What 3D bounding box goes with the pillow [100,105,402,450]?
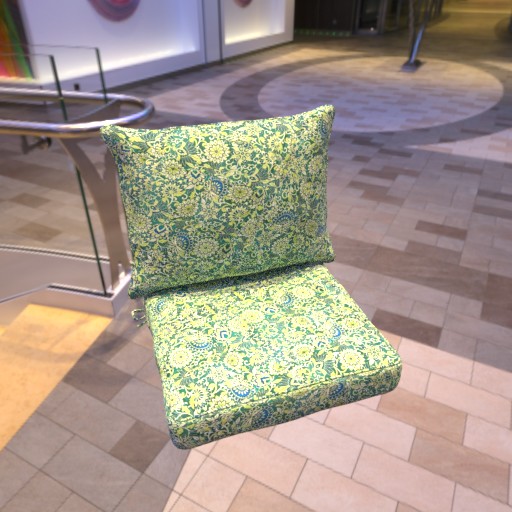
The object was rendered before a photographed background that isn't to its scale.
[{"bbox_3d":[0.000,0.000,1.360,0.798,0.722,0.740,-10,34,-15],"label":"pillow"}]
